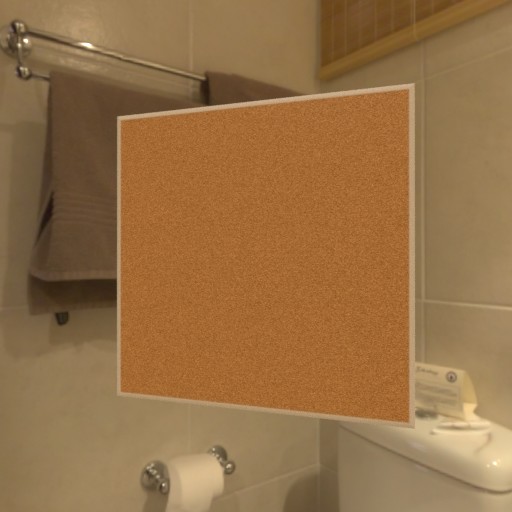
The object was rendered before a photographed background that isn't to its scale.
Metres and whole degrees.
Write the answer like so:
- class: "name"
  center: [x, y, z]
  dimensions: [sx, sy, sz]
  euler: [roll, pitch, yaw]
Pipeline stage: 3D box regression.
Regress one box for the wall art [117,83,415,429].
- class: "wall art"
  center: [0.000, 0.000, 0.455]
  dimensions: [0.305, 0.304, 0.038]
  euler: [0, 0, 18]
